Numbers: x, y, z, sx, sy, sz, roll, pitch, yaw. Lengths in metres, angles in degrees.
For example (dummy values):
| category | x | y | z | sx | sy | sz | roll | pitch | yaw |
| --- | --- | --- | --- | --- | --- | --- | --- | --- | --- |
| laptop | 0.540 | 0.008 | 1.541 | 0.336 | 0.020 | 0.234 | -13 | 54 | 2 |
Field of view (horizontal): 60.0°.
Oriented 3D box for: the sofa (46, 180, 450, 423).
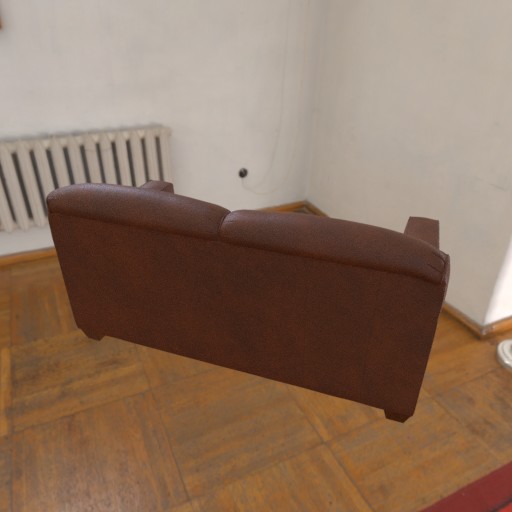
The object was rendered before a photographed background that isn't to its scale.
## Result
| category | x | y | z | sx | sy | sz | roll | pitch | yaw |
| --- | --- | --- | --- | --- | --- | --- | --- | --- | --- |
| sofa | 0.000 | 0.000 | 2.439 | 1.856 | 0.966 | 1.000 | 10 | 32 | 17 |
